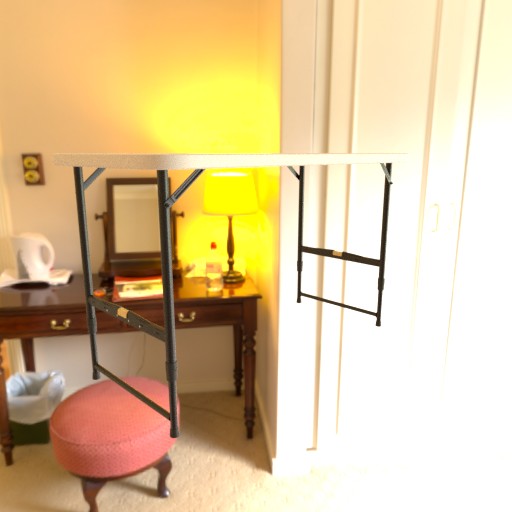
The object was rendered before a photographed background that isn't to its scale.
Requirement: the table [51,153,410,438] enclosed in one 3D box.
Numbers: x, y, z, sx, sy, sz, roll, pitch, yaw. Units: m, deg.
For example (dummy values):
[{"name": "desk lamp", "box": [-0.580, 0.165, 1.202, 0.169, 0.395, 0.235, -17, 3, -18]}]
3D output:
[{"name": "table", "box": [0.000, 0.000, 1.633, 0.610, 0.737, 1.219, 12, 18, 43]}]
